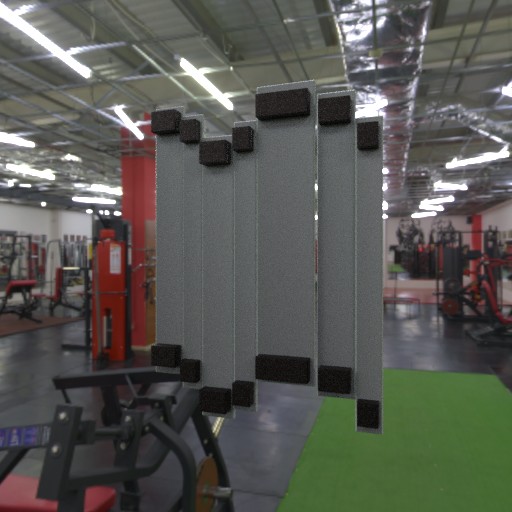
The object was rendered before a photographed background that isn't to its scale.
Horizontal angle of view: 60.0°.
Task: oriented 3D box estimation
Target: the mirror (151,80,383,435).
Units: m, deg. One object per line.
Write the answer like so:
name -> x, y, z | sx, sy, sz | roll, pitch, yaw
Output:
mirror -> 0.000, 0.000, 0.807 | 0.445, 0.611, 0.058 | 0, 0, 19
